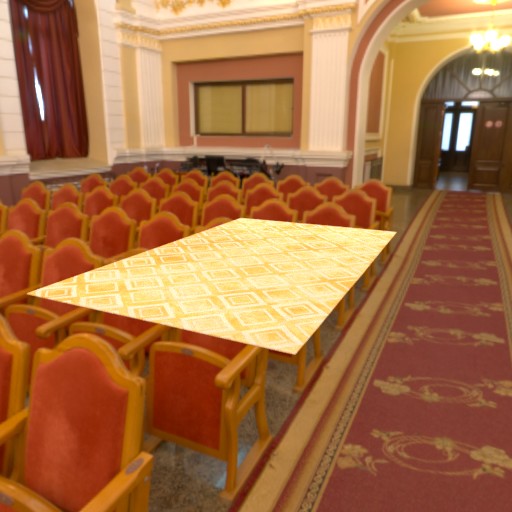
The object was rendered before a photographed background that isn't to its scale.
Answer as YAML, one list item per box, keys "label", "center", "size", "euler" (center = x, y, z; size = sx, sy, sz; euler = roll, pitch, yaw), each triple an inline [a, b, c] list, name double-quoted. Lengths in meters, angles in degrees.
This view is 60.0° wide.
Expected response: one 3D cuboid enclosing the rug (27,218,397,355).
- label: "rug"
  center: [0.000, 0.000, 3.058]
  size: [1.511, 0.010, 2.424]
  euler: [7, 17, 25]
